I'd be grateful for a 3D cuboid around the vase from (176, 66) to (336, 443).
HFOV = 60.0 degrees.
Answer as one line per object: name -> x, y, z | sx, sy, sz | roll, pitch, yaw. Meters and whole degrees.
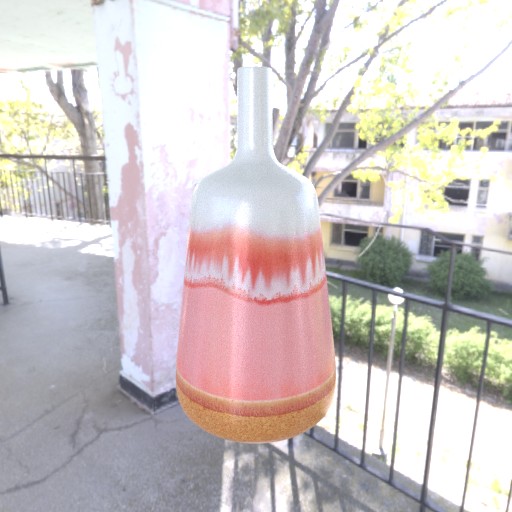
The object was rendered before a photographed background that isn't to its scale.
vase -> 0.000, 0.000, 0.377 | 0.144, 0.296, 0.144 | 0, 15, 0
